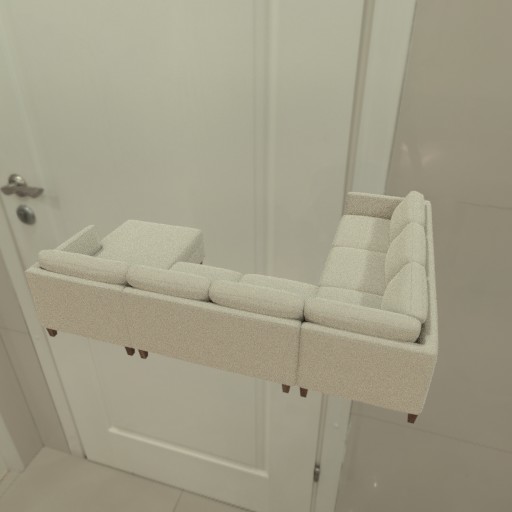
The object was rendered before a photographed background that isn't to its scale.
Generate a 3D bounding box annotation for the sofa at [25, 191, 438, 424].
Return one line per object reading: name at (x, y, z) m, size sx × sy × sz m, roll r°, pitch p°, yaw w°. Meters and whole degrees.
sofa at (0.000, 0.000, 4.367) m, size 3.238 × 0.853 × 2.551 m, roll 9°, pitch 32°, yaw 15°
